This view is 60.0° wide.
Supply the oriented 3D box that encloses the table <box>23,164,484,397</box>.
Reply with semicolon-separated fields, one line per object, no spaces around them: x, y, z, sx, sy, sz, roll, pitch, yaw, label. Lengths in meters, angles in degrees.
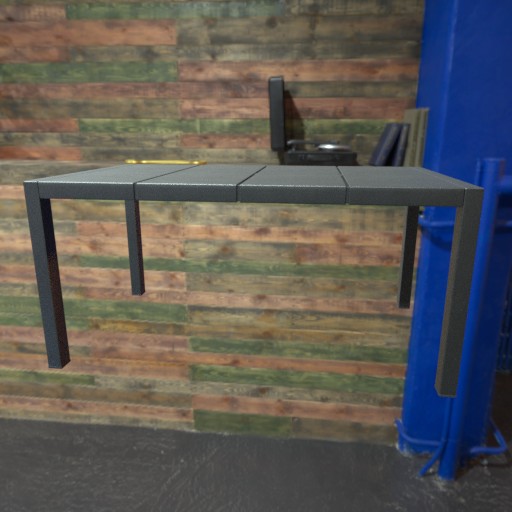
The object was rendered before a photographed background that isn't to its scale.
0.000;0.000;1.242;0.965;0.460;0.559;2;16;7;table
